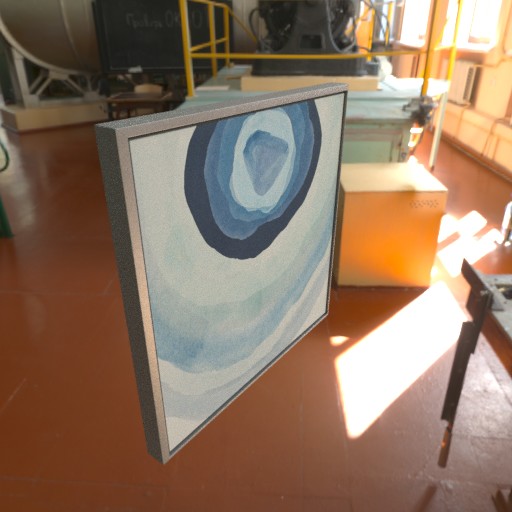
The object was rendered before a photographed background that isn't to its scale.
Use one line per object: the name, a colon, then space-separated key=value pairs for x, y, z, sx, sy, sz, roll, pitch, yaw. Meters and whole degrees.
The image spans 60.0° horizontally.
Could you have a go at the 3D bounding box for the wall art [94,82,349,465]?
wall art: x=0.000 y=0.000 z=0.516 sx=0.028 sy=0.349 sz=0.349 roll=20 pitch=33 yaw=33
